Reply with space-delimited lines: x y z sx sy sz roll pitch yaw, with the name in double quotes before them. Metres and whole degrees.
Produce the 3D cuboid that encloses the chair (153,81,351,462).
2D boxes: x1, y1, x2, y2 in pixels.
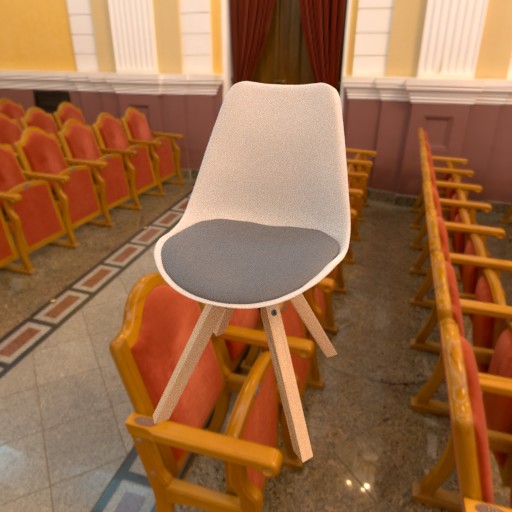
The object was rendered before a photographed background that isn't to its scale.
"chair" 0.000 0.000 1.207 0.485 0.850 0.550 8 27 16
